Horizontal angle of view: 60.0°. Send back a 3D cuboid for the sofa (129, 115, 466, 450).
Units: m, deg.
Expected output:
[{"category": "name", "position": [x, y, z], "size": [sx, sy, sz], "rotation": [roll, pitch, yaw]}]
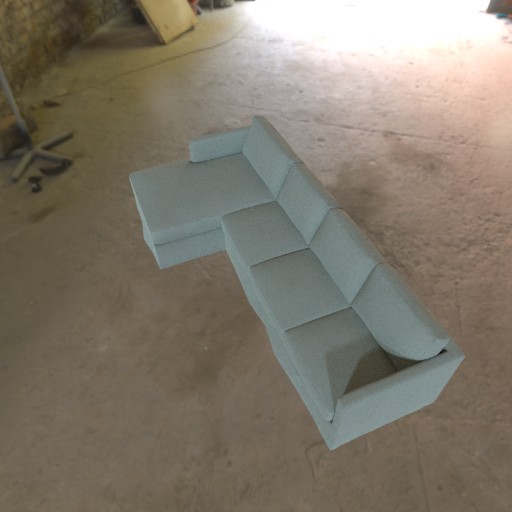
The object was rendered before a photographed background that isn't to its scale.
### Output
[{"category": "sofa", "position": [0.000, 0.000, 3.875], "size": [1.650, 0.922, 3.205], "rotation": [-17, 49, -15]}]
